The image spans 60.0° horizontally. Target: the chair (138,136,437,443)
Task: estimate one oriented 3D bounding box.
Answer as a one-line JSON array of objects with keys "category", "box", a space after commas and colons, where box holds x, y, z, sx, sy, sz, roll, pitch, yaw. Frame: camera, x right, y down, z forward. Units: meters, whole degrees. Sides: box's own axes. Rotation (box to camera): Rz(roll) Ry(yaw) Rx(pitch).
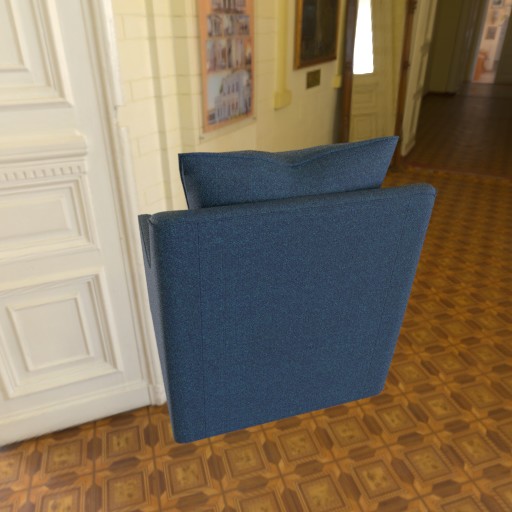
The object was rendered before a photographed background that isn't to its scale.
[{"category": "chair", "box": [0.000, 0.000, 1.571, 0.750, 0.939, 0.870, -8, 29, -15]}]
